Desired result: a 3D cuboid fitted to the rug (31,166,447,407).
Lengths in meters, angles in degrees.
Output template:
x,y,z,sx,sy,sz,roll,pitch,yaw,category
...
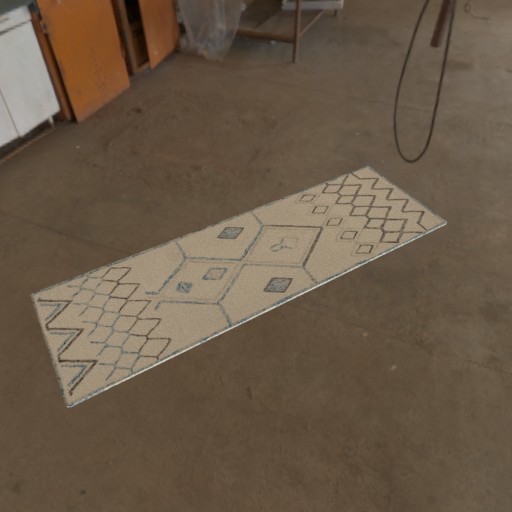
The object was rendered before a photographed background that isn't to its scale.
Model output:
x,y,z,sx,sy,sz,roll,pitch,yaw,category
0.000,0.000,2.651,2.434,0.013,0.770,-23,49,-22,rug
